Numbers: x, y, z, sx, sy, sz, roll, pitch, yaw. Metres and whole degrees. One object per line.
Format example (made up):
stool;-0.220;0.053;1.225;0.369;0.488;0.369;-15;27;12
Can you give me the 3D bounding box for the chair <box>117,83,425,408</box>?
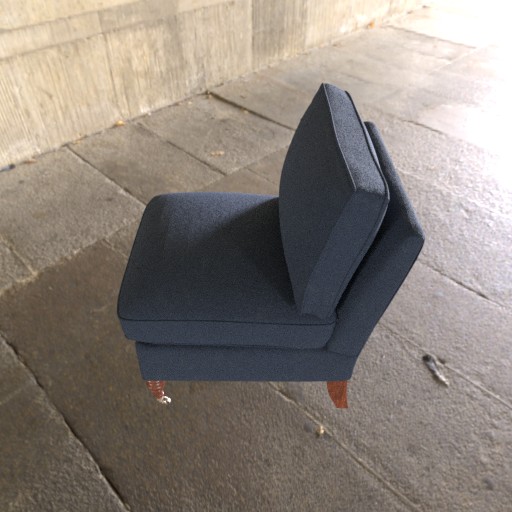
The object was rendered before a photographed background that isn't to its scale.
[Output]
chair;0.000;0.000;1.671;0.912;1.052;0.724;0;42;0
